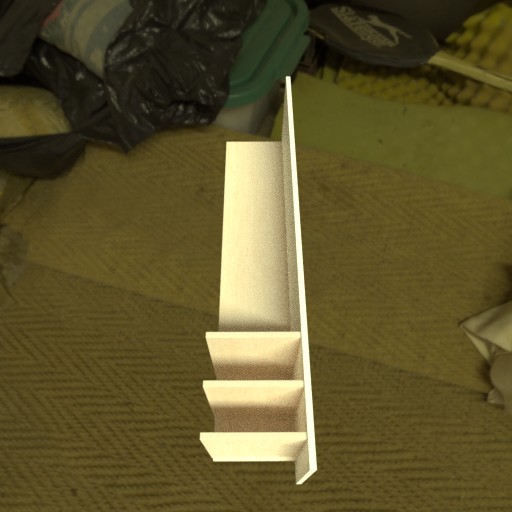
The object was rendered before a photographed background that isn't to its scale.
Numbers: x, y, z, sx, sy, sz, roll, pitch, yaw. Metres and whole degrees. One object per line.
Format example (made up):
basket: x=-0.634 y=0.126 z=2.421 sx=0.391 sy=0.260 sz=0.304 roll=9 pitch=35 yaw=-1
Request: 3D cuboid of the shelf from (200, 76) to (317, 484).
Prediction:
shelf: x=0.000 y=0.000 z=1.134 sx=0.200 sy=0.300 sz=1.020 roll=0 pitch=59 yaw=0
